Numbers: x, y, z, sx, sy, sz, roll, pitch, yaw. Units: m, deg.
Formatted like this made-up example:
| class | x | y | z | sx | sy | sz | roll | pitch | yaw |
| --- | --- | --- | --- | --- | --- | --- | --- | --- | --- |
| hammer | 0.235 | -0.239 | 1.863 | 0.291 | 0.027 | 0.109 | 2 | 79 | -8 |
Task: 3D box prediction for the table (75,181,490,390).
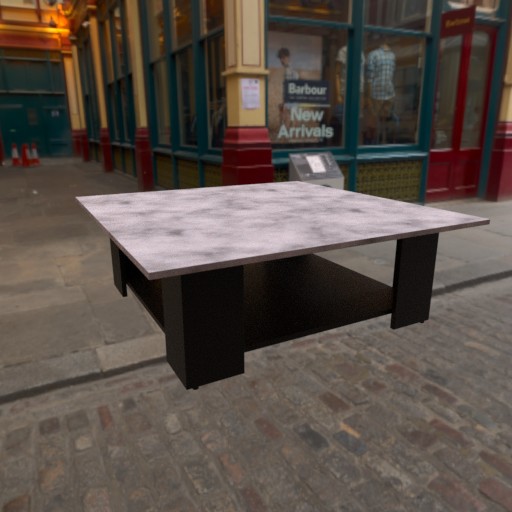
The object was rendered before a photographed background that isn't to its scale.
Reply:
| class | x | y | z | sx | sy | sz | roll | pitch | yaw |
| --- | --- | --- | --- | --- | --- | --- | --- | --- | --- |
| table | 0.000 | 0.000 | 1.355 | 0.890 | 0.305 | 0.890 | -9 | 19 | -27 |
